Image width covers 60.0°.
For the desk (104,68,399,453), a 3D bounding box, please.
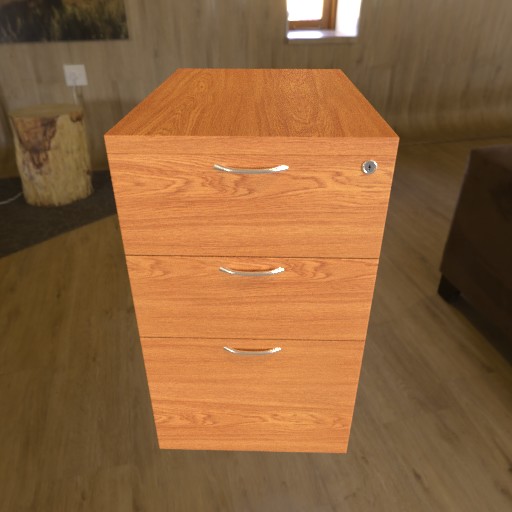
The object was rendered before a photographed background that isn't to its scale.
[{"bbox_3d":[0.000,0.000,1.040,0.404,0.730,0.600,1,31,1],"label":"desk"}]
